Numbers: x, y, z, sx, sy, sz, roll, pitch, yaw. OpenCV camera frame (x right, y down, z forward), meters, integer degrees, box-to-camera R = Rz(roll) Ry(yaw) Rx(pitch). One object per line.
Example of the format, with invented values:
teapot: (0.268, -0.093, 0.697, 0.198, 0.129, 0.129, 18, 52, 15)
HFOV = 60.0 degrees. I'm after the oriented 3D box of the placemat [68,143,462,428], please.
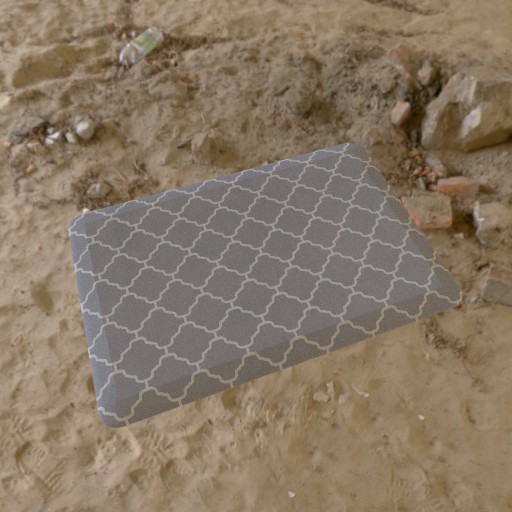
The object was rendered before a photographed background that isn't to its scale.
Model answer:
placemat: (0.000, 0.000, 0.974, 0.762, 0.021, 0.508, -17, 59, -11)
